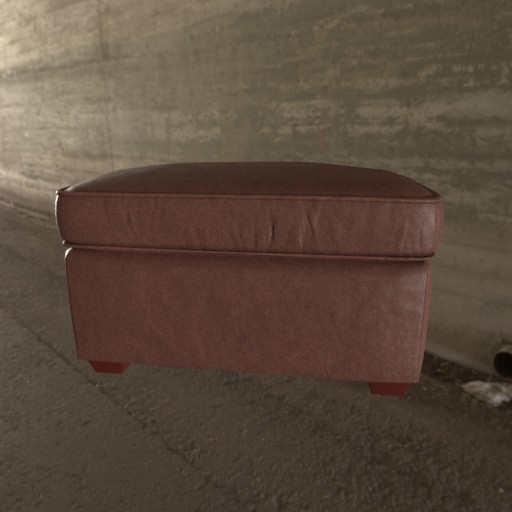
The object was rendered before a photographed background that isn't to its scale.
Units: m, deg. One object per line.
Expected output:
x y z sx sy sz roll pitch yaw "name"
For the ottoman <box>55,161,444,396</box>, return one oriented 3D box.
0.000 0.000 1.093 0.749 0.449 0.548 2 16 8 "ottoman"
